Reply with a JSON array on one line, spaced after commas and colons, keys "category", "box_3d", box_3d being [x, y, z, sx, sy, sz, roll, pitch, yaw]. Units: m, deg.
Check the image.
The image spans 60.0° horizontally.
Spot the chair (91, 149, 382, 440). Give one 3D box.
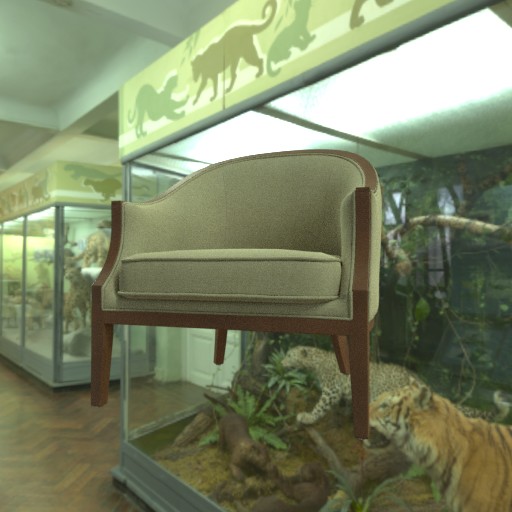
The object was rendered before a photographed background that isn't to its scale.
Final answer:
[{"category": "chair", "box_3d": [0.000, 0.000, 1.470, 0.803, 0.876, 0.735, 0, -1, 19]}]
